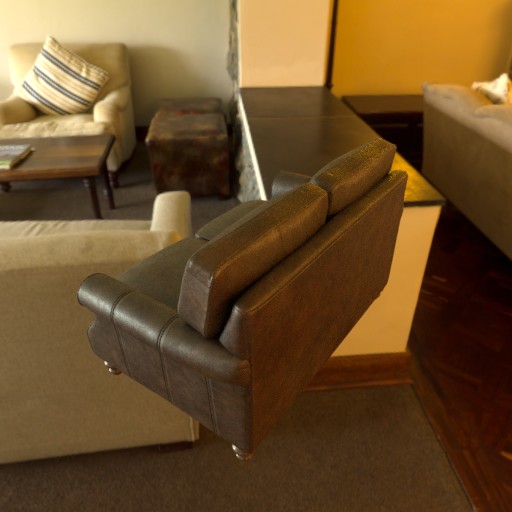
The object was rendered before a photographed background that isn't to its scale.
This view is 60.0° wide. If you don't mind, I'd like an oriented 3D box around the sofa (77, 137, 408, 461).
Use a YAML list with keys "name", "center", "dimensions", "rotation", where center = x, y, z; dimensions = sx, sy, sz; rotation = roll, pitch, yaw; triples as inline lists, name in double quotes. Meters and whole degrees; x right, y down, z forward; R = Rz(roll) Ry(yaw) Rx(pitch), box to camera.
- name: "sofa"
  center: [0.000, 0.000, 2.251]
  dimensions: [0.990, 0.976, 1.616]
  rotation: [21, 38, 30]
